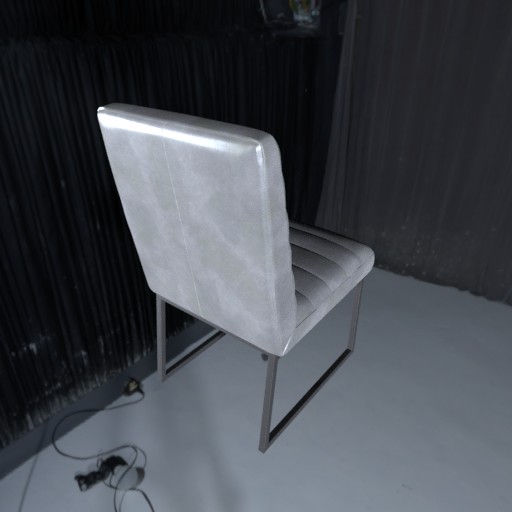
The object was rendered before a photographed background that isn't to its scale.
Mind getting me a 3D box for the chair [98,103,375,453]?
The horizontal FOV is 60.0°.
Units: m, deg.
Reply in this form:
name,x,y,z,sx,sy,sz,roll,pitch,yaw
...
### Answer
name,x,y,z,sx,sy,sz,roll,pitch,yaw
chair,0.000,0.000,1.357,0.520,0.930,0.634,21,36,33
